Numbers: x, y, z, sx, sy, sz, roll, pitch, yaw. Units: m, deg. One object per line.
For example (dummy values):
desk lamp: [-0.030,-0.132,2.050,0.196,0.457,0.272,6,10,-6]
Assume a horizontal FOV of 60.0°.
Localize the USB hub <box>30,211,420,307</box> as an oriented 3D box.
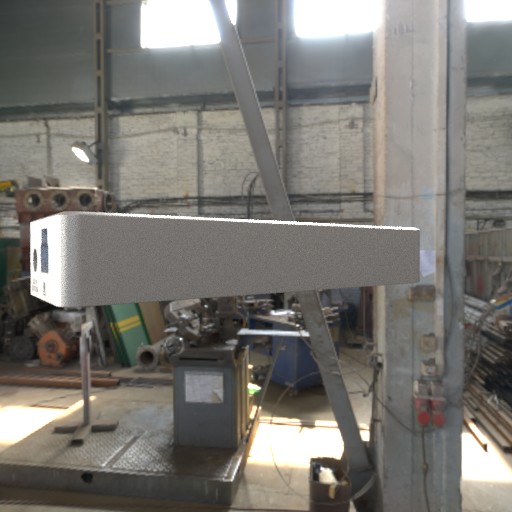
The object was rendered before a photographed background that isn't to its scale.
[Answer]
USB hub: [0.000,0.000,0.164,0.145,0.023,0.044,-1,1,-36]
